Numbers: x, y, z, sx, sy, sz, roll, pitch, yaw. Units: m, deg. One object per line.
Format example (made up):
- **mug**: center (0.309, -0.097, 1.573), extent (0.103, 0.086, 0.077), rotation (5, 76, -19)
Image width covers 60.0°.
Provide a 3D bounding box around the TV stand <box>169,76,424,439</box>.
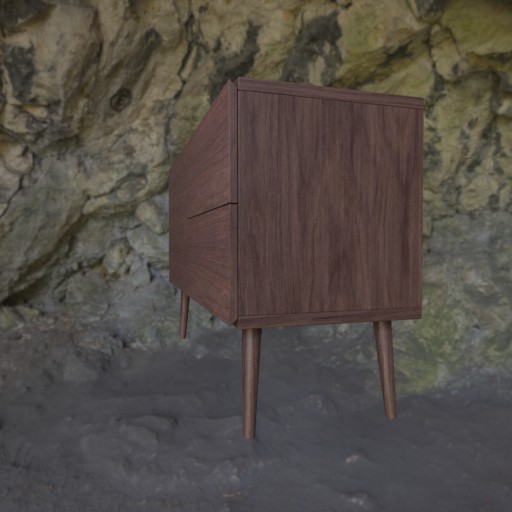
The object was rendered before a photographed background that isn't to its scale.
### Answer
- **TV stand**: center (0.000, 0.000, 1.316), extent (0.405, 0.660, 0.990), rotation (0, 2, -17)
